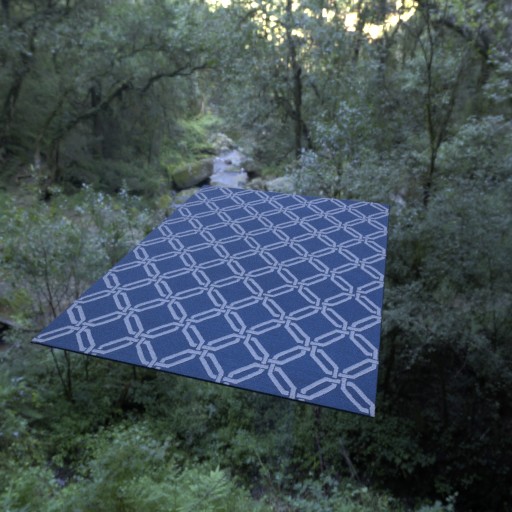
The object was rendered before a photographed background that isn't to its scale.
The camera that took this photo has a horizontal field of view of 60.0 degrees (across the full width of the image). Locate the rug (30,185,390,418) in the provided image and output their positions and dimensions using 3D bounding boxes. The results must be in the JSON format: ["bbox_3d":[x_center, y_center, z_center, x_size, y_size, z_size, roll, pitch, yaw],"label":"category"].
[{"bbox_3d":[0.000,0.000,4.298,2.432,0.018,3.342,8,30,14],"label":"rug"}]
